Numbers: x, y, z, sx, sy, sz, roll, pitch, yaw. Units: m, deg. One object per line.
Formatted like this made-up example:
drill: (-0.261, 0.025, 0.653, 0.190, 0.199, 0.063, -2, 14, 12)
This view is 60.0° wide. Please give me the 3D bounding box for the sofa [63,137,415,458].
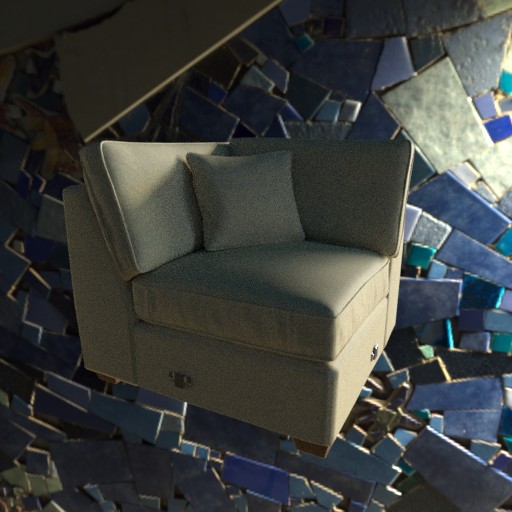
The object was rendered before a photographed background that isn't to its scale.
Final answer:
sofa: (0.000, 0.000, 1.948, 1.146, 1.002, 1.084, 8, 17, 26)
